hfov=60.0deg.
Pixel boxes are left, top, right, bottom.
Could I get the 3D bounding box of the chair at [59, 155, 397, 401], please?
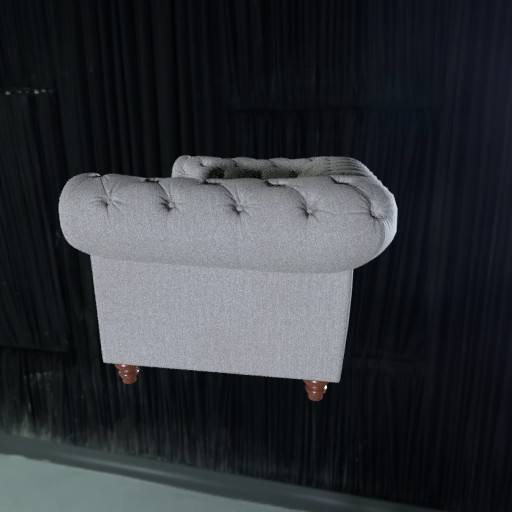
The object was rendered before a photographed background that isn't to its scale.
[{"bbox_3d":[0.000,0.000,1.859,0.976,0.770,1.270,3,16,9],"label":"chair"}]
